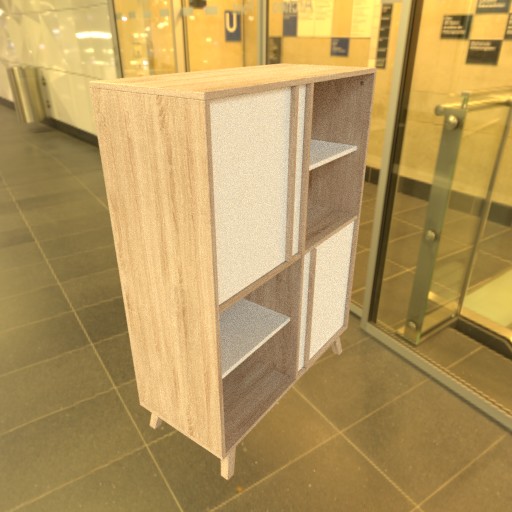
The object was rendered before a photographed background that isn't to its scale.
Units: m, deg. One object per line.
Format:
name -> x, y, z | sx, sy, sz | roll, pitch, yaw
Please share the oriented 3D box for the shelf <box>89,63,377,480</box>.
shelf -> 0.000, 0.000, 1.820 | 0.450, 1.390, 1.000 | 19, 32, 32
